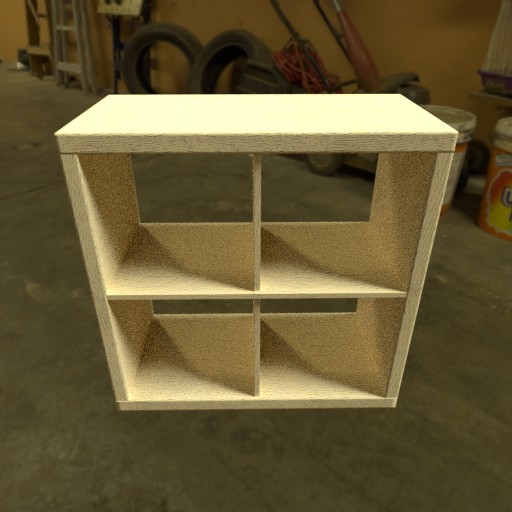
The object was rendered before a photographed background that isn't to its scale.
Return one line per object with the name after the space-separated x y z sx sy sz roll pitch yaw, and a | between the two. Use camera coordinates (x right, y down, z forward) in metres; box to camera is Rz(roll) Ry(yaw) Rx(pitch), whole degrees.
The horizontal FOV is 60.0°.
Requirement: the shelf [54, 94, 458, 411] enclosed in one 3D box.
0.000 0.000 1.233 0.790 0.786 0.390 0 30 -1 | shelf
